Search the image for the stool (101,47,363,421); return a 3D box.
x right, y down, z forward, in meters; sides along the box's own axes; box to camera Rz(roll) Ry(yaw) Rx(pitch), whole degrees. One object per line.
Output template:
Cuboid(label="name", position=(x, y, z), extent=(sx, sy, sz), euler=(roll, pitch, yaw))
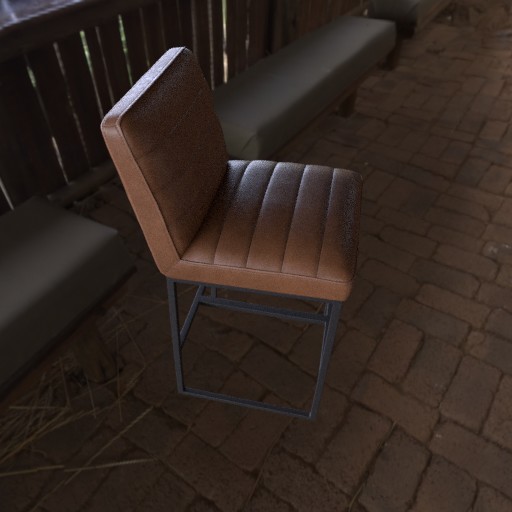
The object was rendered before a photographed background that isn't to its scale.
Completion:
Cuboid(label="stool", position=(0.000, 0.000, 1.324), extent=(0.556, 1.040, 0.458), euler=(9, 45, 9))
